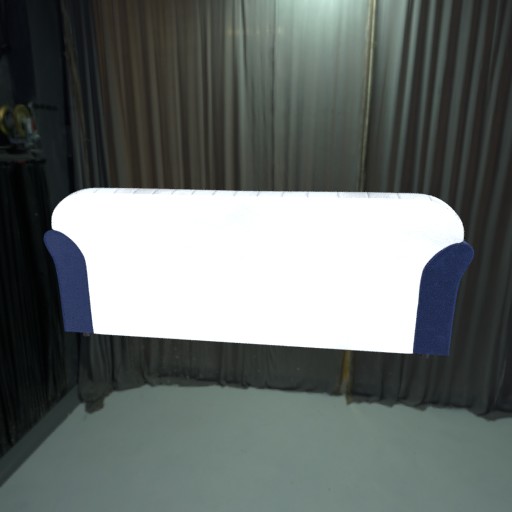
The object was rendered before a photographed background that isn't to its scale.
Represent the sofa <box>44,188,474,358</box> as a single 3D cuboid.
[{"bbox_3d":[0.000,0.000,2.442,2.006,0.789,0.749,2,15,8],"label":"sofa"}]
